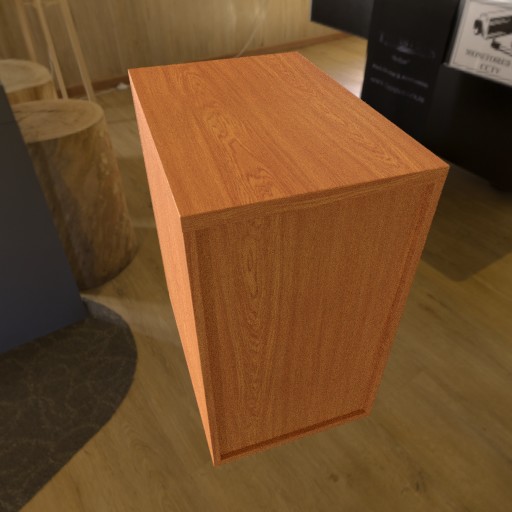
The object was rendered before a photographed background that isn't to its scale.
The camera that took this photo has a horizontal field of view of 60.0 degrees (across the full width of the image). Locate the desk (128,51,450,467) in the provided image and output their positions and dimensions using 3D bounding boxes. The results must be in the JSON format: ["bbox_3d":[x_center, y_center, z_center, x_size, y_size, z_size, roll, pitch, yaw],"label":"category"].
[{"bbox_3d":[0.000,0.000,1.060,0.404,0.730,0.600,-12,42,-14],"label":"desk"}]
